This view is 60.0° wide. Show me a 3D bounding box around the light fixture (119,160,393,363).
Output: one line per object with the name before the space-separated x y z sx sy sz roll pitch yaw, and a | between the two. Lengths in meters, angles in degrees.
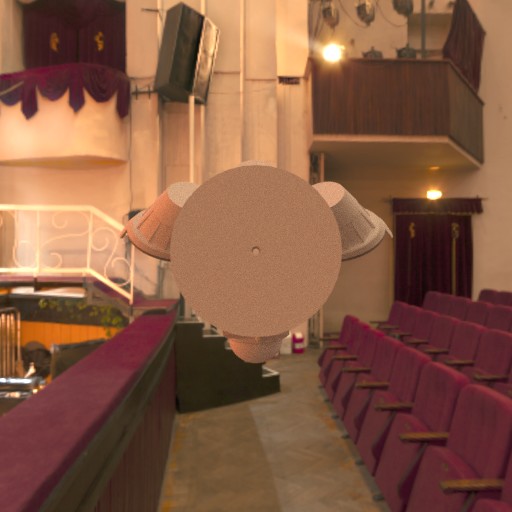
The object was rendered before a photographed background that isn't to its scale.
light fixture | 0.000 0.000 0.552 0.369 0.237 0.278 0 0 0
